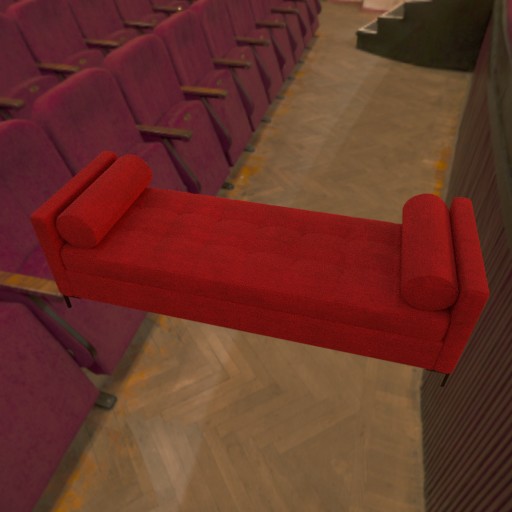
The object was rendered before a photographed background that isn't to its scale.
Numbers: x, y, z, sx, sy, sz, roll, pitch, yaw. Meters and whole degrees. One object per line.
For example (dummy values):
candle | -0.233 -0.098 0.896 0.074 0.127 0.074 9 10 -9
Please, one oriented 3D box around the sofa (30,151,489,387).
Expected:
sofa | 0.000 0.000 2.278 1.981 0.635 0.686 10 41 11
